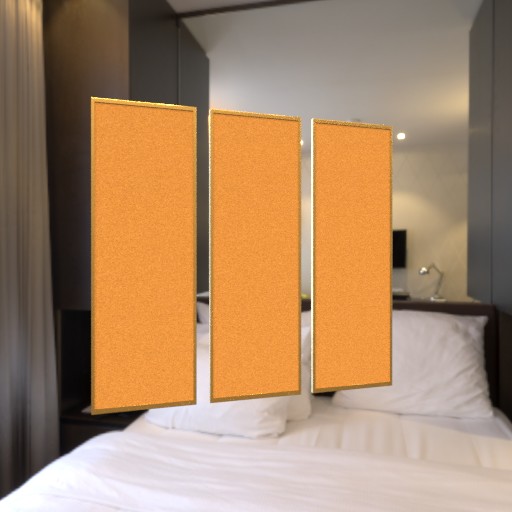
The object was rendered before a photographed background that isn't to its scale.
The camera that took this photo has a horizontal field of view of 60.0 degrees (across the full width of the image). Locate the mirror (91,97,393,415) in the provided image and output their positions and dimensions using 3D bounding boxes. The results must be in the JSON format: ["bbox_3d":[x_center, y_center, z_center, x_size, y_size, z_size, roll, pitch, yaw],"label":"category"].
[{"bbox_3d":[0.000,0.000,1.449,1.011,0.926,0.023,0,0,-17],"label":"mirror"}]
